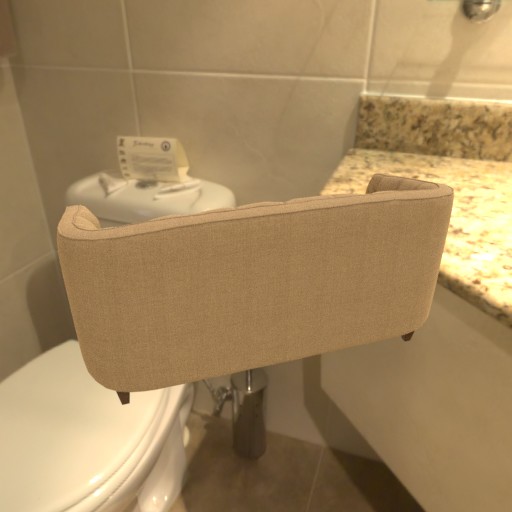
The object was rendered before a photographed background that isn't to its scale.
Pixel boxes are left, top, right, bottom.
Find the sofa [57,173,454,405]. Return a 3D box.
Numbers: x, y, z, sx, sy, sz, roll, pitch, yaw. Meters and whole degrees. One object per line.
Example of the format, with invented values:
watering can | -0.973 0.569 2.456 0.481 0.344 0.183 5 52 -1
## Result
sofa | 0.000 0.000 2.220 1.733 0.855 0.941 -8 29 -15
